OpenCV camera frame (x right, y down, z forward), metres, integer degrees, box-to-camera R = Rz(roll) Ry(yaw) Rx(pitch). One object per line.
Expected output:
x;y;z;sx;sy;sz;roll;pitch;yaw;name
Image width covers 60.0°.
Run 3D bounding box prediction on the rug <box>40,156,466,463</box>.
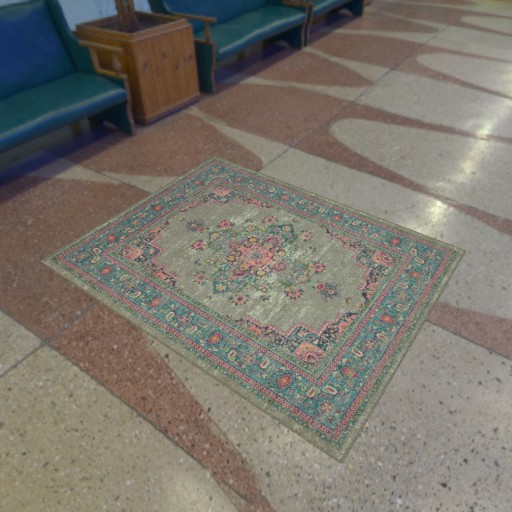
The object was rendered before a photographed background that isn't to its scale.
0.000;0.000;4.052;3.057;0.013;2.434;26;47;27;rug
